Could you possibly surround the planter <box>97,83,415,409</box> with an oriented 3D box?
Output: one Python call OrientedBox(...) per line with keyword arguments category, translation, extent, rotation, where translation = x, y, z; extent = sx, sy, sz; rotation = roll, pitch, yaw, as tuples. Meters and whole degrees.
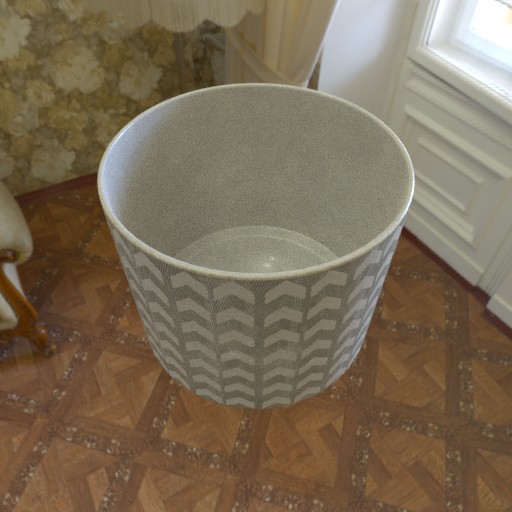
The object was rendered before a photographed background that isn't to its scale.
OrientedBox(category="planter", translation=(0.000, 0.000, 0.447), extent=(0.250, 0.239, 0.250), rotation=(0, 48, 0))
